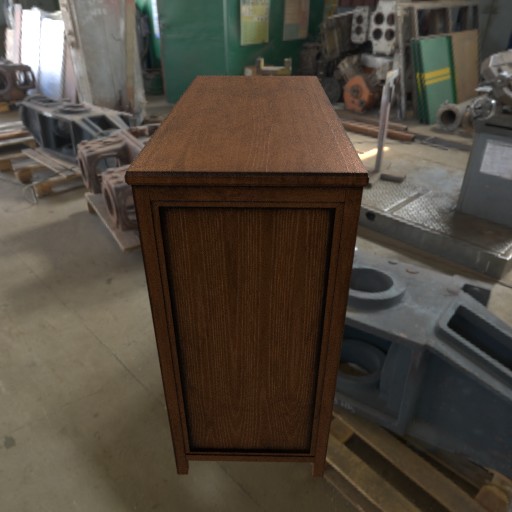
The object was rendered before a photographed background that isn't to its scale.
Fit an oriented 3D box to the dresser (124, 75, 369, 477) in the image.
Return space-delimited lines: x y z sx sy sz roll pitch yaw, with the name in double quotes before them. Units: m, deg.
"dresser" 0.000 0.000 1.876 0.591 1.224 1.250 1 32 1
